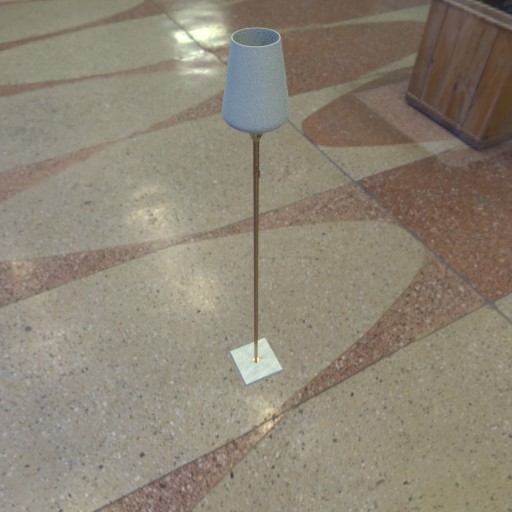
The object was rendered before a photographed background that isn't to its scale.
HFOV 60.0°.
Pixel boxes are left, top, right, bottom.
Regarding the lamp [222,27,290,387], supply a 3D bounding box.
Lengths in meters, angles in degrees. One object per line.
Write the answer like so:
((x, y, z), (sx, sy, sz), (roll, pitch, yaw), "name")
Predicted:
((0.000, 0.000, 1.917), (0.229, 1.813, 0.232), (-19, 50, -17), "lamp")
